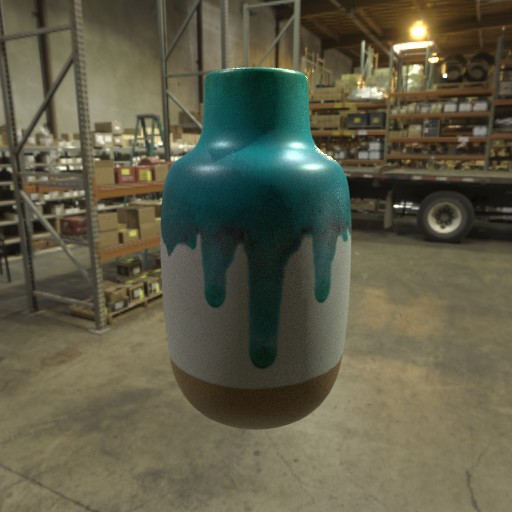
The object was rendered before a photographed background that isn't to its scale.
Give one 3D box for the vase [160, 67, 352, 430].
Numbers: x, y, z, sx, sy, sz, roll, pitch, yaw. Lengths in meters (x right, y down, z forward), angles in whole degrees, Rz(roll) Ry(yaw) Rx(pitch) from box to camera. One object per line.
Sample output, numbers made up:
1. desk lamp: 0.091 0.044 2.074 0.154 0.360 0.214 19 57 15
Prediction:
1. vase: 0.000 0.000 0.251 0.106 0.192 0.106 0 14 0
